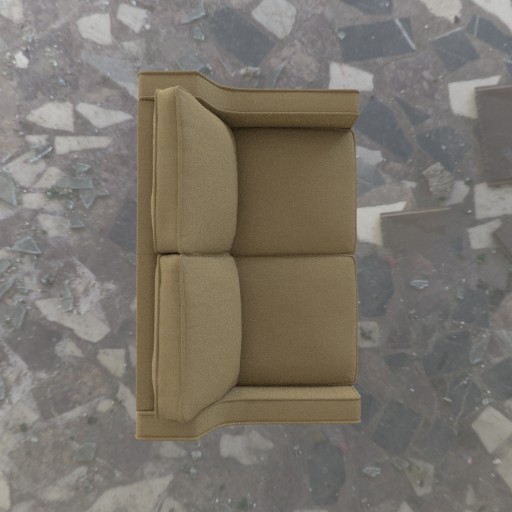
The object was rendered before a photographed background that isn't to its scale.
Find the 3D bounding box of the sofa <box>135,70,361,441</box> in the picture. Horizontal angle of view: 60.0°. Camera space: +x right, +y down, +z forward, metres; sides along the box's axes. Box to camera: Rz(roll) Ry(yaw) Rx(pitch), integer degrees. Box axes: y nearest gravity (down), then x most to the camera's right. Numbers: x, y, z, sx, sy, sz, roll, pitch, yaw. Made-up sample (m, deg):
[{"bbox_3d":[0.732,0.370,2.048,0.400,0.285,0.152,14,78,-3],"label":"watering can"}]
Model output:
[{"bbox_3d":[0.000,0.000,2.139,0.987,0.971,1.501,0,89,0],"label":"sofa"}]
